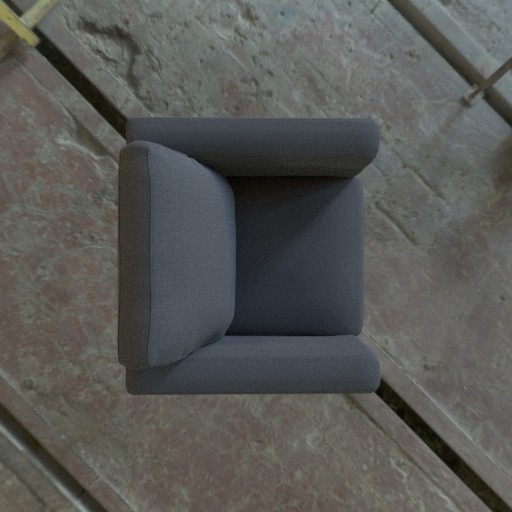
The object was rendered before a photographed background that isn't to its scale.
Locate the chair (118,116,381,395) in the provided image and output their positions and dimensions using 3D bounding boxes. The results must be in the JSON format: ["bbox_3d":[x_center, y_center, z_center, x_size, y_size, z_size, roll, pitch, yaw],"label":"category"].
[{"bbox_3d":[0.000,0.000,1.573,0.800,0.927,0.854,0,90,-1],"label":"chair"}]
